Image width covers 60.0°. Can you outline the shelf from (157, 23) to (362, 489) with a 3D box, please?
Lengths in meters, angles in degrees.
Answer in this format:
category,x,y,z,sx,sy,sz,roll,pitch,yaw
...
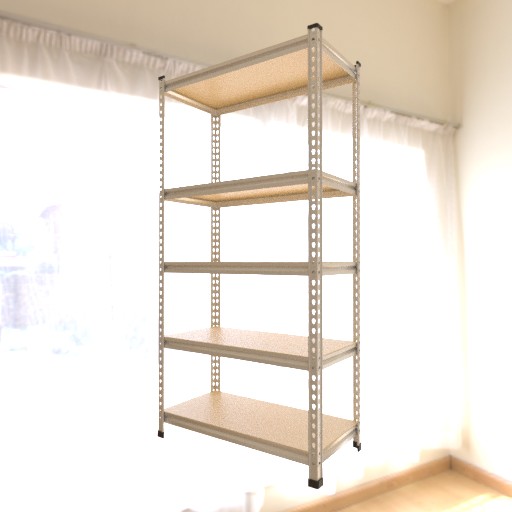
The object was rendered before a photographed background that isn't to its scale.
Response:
category,x,y,z,sx,sy,sz,roll,pitch,yaw
shelf,0.000,0.000,2.183,0.914,1.829,0.457,0,-1,35
